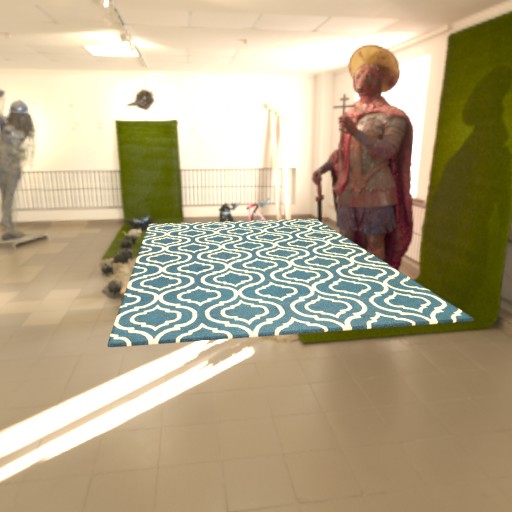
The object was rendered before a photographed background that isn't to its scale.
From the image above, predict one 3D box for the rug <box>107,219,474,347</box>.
[{"bbox_3d":[0.000,0.000,2.174,1.143,0.010,1.753,-3,16,-9],"label":"rug"}]
